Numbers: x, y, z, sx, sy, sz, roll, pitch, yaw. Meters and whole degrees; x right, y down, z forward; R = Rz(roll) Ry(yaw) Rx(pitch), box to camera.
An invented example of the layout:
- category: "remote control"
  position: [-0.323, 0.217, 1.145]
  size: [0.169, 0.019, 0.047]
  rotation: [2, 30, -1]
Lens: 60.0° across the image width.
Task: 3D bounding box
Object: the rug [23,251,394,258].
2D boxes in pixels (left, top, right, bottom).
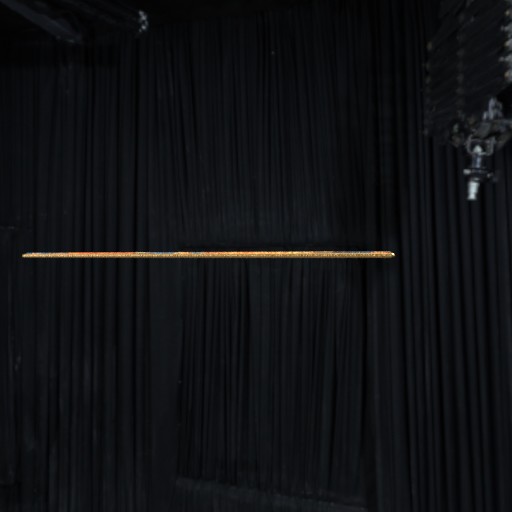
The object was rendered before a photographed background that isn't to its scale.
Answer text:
- category: "rug"
  position: [0.000, 0.000, 4.139]
  size: [2.435, 0.031, 3.040]
  rotation: [0, 0, 17]
